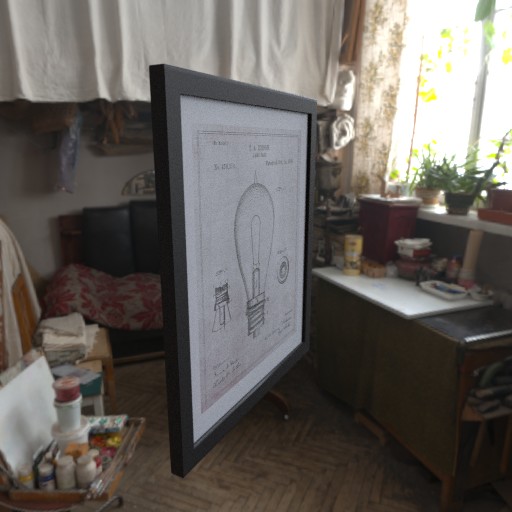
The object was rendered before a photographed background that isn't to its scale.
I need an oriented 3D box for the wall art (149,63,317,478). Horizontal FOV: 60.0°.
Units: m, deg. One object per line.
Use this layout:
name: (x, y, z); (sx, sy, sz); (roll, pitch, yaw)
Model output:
wall art: (0.000, 0.000, 0.710); (0.021, 0.509, 0.430); (8, 16, 28)
